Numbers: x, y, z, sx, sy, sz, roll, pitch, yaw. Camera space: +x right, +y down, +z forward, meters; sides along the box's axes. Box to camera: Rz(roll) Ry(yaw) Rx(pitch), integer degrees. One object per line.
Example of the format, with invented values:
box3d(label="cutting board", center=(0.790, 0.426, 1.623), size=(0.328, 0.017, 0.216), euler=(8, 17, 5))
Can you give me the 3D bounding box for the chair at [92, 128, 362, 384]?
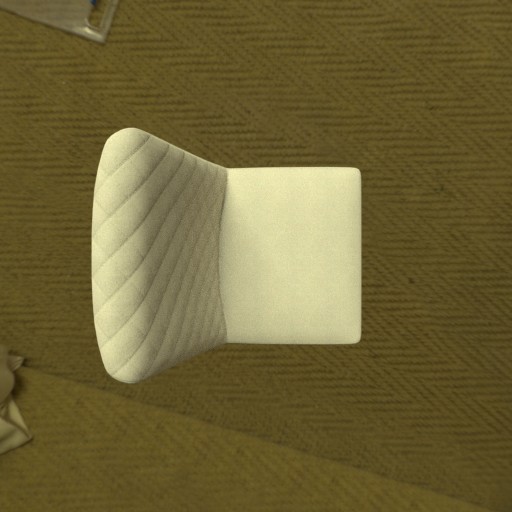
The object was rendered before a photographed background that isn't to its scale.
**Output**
box3d(label="chair", center=(0.000, 0.000, 1.244), size=(0.597, 0.933, 0.503), euler=(0, 90, -1))
